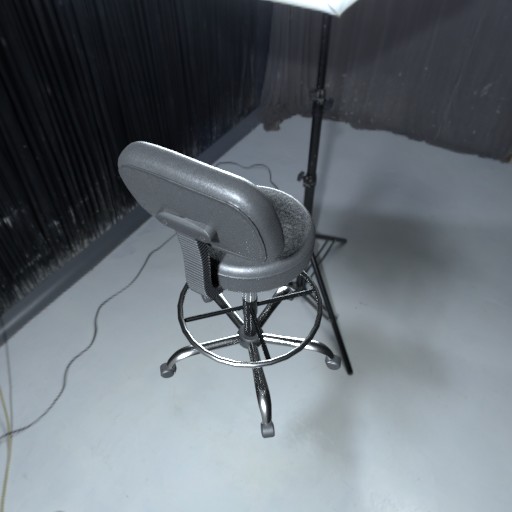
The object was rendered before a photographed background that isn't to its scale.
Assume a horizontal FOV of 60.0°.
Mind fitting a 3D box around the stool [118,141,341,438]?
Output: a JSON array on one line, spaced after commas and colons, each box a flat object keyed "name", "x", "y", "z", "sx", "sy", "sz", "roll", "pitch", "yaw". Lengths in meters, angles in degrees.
[{"name": "stool", "x": 0.000, "y": 0.000, "z": 1.475, "sx": 0.694, "sy": 1.069, "sz": 0.658, "roll": 23, "pitch": 50, "yaw": 21}]
